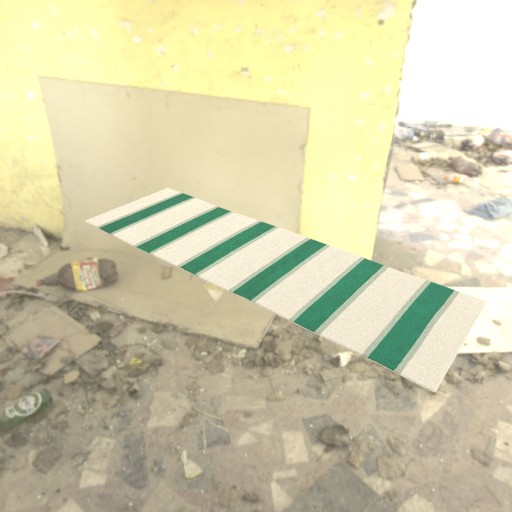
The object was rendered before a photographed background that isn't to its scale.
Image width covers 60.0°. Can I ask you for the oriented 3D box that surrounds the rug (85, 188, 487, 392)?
[{"bbox_3d":[0.000,0.000,2.680,2.438,0.012,0.768,22,38,32],"label":"rug"}]
